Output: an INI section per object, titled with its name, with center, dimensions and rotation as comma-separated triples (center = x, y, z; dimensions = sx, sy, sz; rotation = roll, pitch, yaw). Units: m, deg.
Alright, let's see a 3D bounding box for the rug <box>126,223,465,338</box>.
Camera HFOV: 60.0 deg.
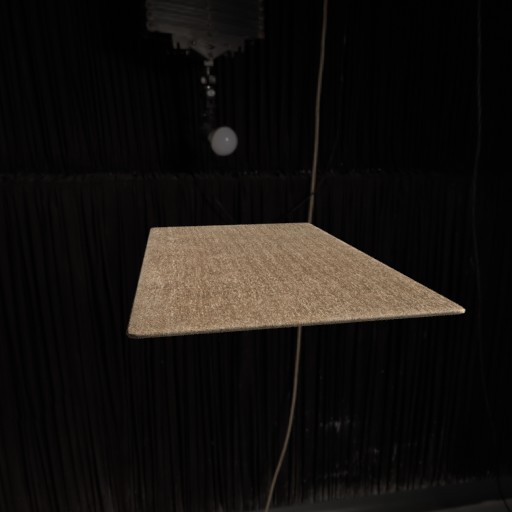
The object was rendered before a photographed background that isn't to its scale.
[rug]
center = 0.000, 0.000, 3.095
dimensions = 1.539, 0.024, 2.469
rotation = -3, 14, -10
